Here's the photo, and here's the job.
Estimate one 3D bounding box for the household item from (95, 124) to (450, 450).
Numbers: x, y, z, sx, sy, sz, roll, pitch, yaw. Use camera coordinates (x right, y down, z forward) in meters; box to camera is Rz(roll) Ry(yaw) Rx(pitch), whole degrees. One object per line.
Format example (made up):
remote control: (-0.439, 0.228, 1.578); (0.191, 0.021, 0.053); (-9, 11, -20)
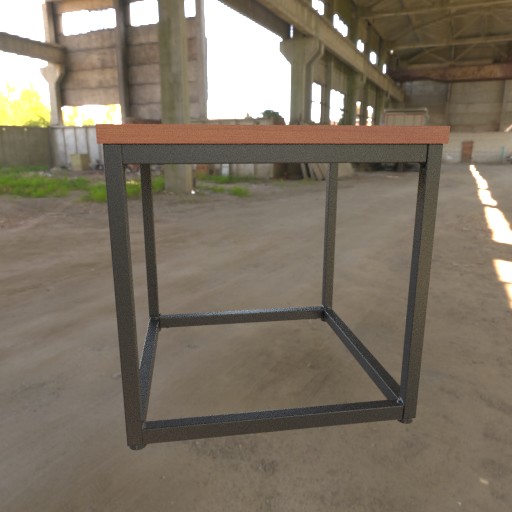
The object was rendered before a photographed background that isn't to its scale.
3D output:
household item: (0.000, 0.000, 0.732); (0.400, 0.400, 0.400); (-2, 14, -8)
